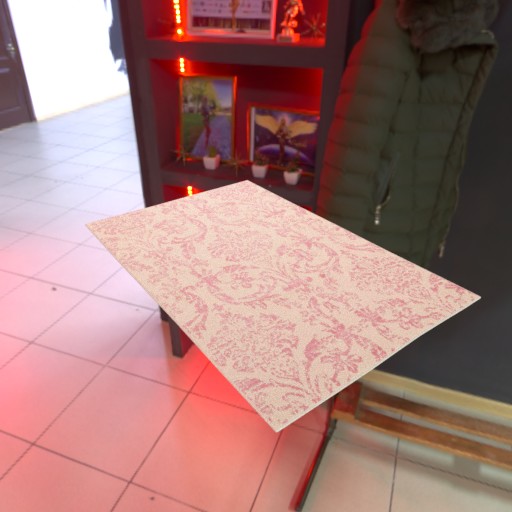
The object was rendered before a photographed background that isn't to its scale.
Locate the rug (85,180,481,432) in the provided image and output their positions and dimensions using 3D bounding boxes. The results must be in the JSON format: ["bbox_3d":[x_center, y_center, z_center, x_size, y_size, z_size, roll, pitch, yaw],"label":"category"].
[{"bbox_3d":[0.000,0.000,2.363,1.219,0.012,1.839,-21,37,-31],"label":"rug"}]
